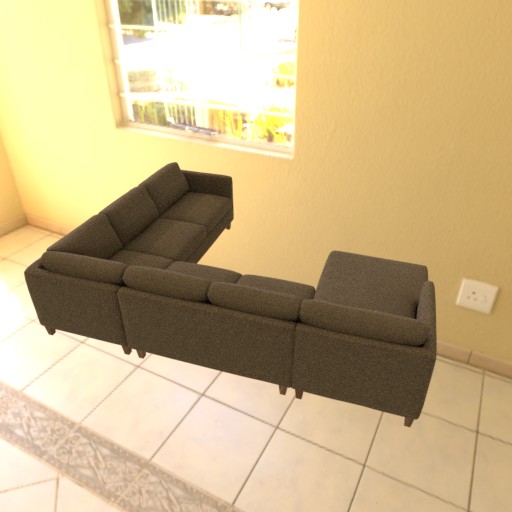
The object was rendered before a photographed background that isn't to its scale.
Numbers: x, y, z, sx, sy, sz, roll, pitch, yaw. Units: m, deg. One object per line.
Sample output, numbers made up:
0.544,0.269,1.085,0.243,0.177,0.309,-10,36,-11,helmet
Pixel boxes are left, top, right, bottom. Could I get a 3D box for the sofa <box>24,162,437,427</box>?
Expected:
0.000,0.000,4.346,3.238,0.853,2.551,10,33,15,sofa
